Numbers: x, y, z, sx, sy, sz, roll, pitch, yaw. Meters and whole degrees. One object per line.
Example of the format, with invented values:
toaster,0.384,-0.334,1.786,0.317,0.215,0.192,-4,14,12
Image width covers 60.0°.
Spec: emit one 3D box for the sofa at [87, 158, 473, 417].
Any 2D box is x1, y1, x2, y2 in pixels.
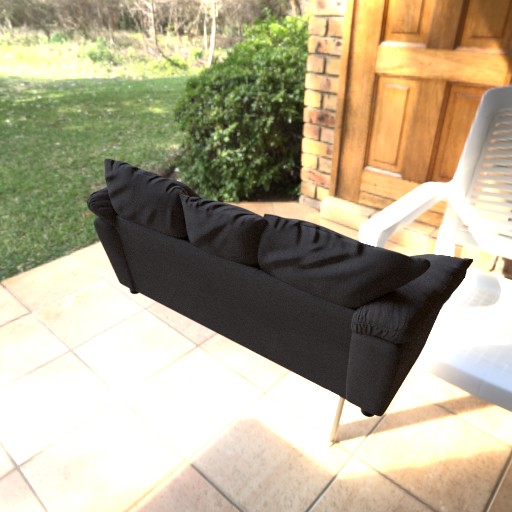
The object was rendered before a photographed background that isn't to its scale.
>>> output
sofa,0.000,0.000,2.880,2.390,1.043,0.927,21,37,31
